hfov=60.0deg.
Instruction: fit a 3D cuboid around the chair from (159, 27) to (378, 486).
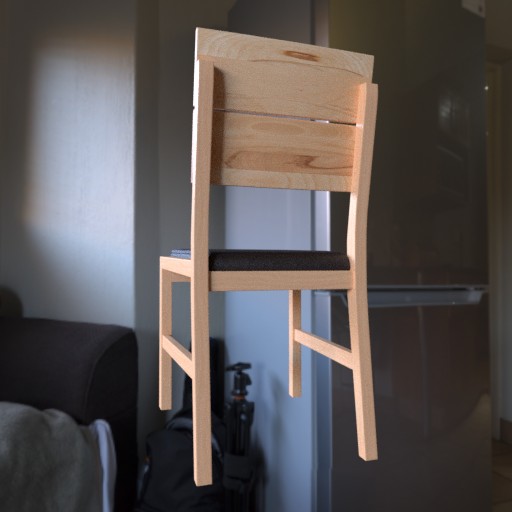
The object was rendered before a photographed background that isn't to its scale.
[{"bbox_3d":[0.000,0.000,1.231,0.475,0.950,0.560,0,-1,-17],"label":"chair"}]
